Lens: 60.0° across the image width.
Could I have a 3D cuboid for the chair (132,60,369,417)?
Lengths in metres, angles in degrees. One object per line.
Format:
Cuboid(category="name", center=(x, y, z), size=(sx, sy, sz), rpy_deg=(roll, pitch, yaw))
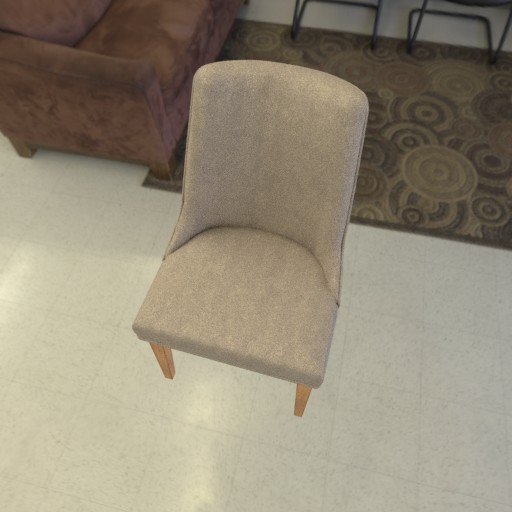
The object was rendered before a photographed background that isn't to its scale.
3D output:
Cuboid(category="chair", center=(0.000, 0.000, 1.335), size=(0.548, 0.916, 0.636), rpy_deg=(14, 59, 8))
